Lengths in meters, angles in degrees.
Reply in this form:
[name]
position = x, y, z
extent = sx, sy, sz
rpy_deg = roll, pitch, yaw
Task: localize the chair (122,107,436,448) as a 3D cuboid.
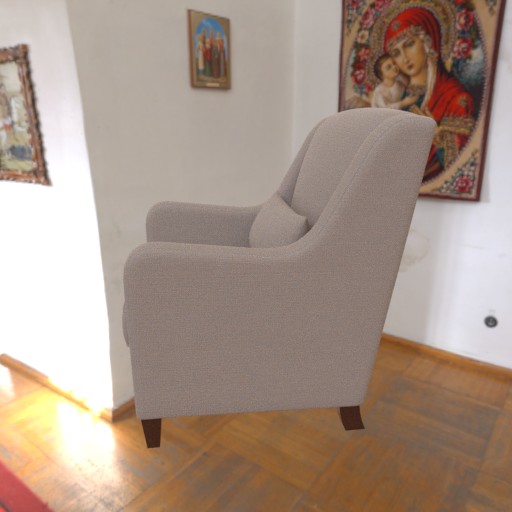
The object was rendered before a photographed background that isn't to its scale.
[chair]
position = 0.000, 0.000, 1.599
extent = 0.896, 1.017, 0.715
rpy_deg = -2, 18, -7
